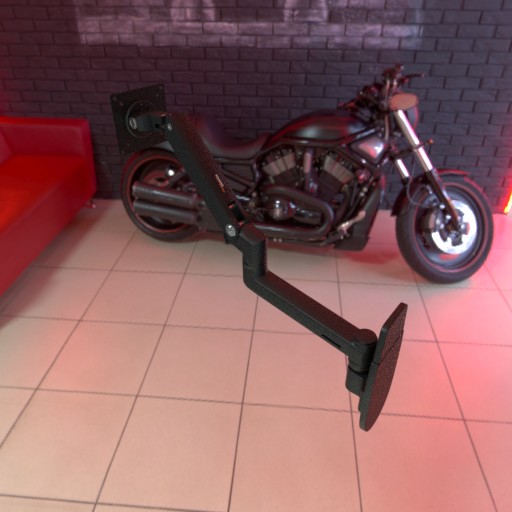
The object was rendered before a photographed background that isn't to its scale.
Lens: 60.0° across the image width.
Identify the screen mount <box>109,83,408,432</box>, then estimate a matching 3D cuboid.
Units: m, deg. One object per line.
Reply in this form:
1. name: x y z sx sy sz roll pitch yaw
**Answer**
1. screen mount: 0.000 0.000 0.734 0.495 0.466 0.115 23 39 31
